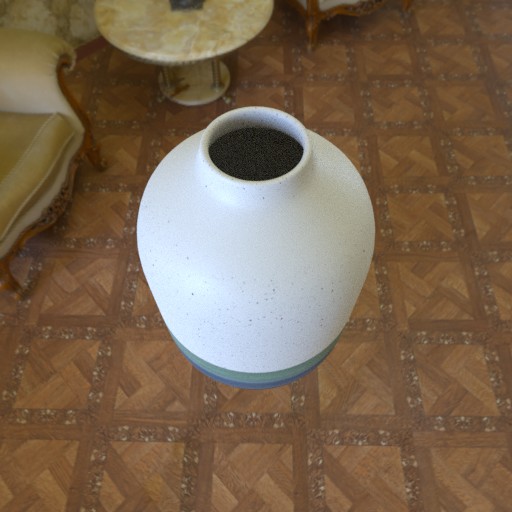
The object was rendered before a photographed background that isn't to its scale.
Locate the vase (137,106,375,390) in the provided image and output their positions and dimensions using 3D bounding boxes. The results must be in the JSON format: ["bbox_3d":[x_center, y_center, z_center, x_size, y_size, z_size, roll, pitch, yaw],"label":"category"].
[{"bbox_3d":[0.000,0.000,0.351,0.169,0.240,0.169,0,58,0],"label":"vase"}]
